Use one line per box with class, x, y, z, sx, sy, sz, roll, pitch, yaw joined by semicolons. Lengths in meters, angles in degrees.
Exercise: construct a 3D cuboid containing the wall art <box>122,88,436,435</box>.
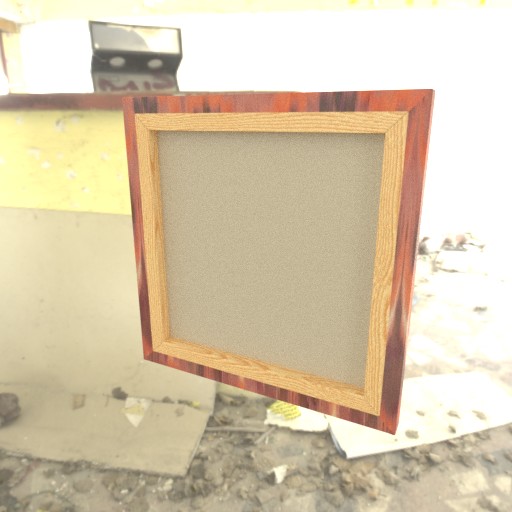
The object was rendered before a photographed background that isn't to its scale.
wall art;0.000;0.000;0.886;0.603;0.609;0.037;9;19;26
